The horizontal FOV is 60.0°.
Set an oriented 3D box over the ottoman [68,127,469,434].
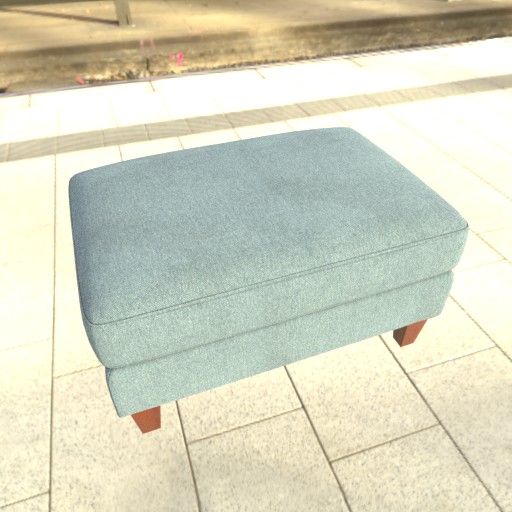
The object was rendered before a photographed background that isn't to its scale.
[{"bbox_3d":[0.000,0.000,1.188,0.864,0.483,0.584,-14,42,-16],"label":"ottoman"}]
